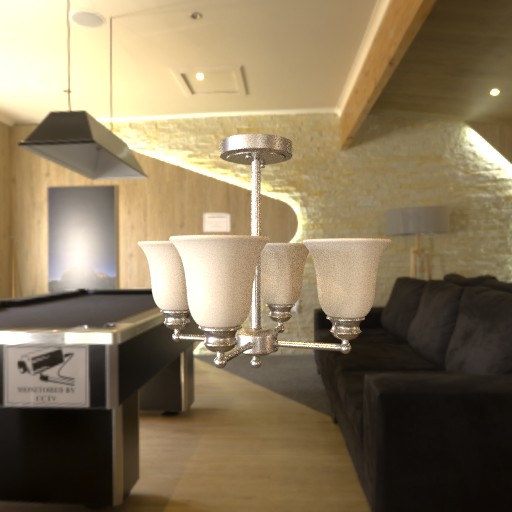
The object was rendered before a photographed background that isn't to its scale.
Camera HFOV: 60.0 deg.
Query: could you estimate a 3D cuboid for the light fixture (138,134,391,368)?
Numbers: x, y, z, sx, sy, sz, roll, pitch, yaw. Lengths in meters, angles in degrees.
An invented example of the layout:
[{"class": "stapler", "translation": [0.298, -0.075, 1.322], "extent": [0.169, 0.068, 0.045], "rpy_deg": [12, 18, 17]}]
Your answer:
[{"class": "light fixture", "translation": [0.000, 0.000, 0.732], "extent": [0.427, 0.370, 0.427], "rpy_deg": [0, 0, 19]}]
